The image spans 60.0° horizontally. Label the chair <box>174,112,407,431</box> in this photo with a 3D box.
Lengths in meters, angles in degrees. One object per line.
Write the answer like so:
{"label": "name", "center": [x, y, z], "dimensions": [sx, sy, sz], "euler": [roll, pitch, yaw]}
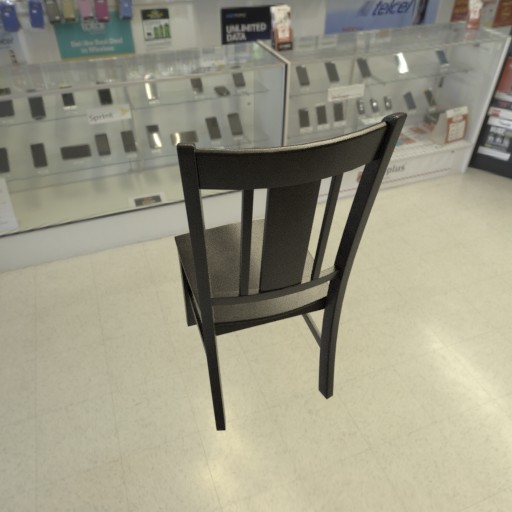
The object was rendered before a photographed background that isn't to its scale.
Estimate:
{"label": "chair", "center": [0.000, 0.000, 1.305], "dimensions": [0.450, 0.998, 0.555], "euler": [-12, 41, -14]}
